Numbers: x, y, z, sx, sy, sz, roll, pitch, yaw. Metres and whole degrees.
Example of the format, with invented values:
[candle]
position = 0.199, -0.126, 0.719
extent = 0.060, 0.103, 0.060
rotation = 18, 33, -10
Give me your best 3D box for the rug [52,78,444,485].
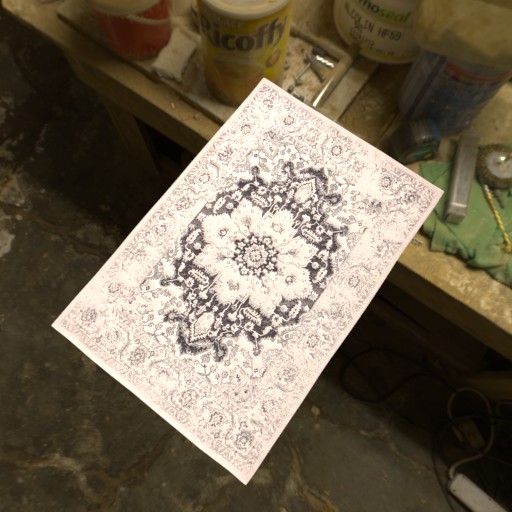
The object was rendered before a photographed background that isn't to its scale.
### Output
[rug]
position = 0.000, 0.000, 2.318
extent = 1.223, 0.008, 1.813
rotation = 35, 77, 9
